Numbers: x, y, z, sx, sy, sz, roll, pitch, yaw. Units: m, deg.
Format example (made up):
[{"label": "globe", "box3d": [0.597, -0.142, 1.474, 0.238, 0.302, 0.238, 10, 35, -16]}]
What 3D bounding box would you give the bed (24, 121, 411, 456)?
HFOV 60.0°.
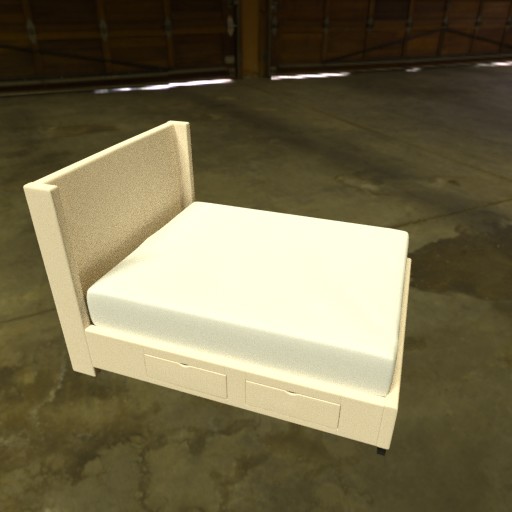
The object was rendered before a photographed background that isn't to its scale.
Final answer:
[{"label": "bed", "box3d": [0.000, 0.000, 3.345, 2.280, 1.471, 1.765, 10, 31, 17]}]
